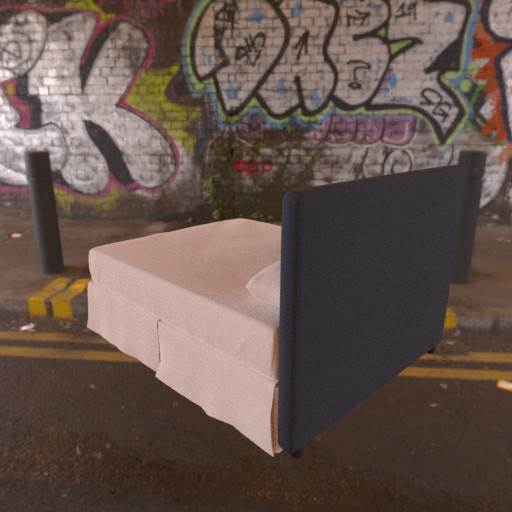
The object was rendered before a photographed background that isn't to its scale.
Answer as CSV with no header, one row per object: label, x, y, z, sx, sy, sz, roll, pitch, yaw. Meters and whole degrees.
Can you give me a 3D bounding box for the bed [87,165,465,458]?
bed,0.000,0.000,3.180,1.713,1.330,2.162,-16,23,-42
